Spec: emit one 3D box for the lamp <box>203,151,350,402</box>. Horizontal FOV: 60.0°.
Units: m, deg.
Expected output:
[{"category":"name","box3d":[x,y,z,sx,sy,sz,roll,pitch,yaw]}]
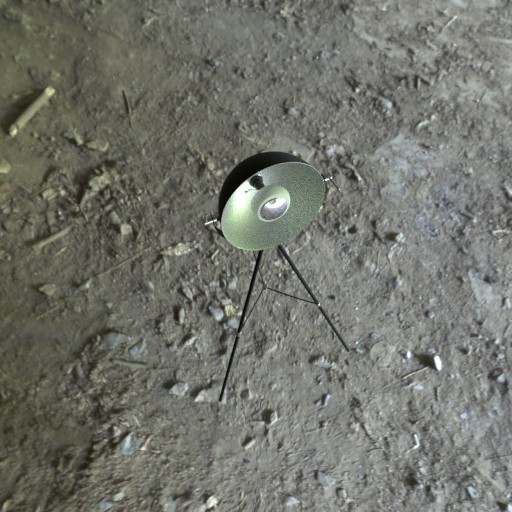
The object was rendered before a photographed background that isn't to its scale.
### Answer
[{"category":"lamp","box3d":[0.000,0.000,2.068,0.817,1.512,0.920,-21,66,-10]}]
